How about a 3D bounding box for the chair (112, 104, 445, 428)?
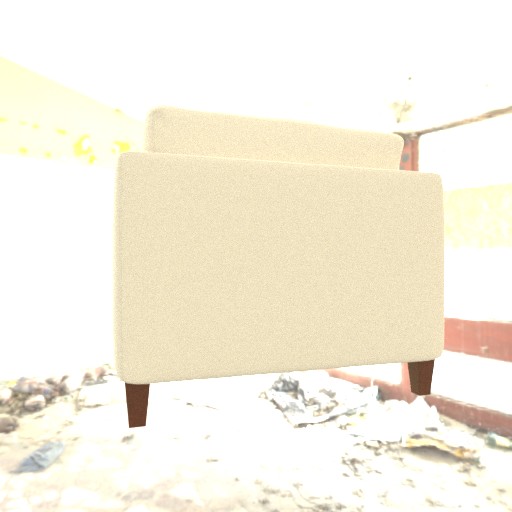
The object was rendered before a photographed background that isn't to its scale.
[{"bbox_3d":[0.000,0.000,1.655,1.019,0.885,0.878,0,0,-18],"label":"chair"}]
